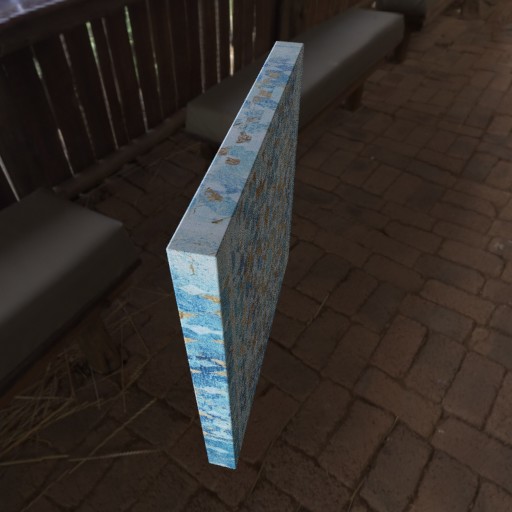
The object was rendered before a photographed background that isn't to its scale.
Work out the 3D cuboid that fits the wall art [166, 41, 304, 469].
[{"bbox_3d":[0.000,0.000,0.591,0.037,0.405,0.405,9,46,9],"label":"wall art"}]
